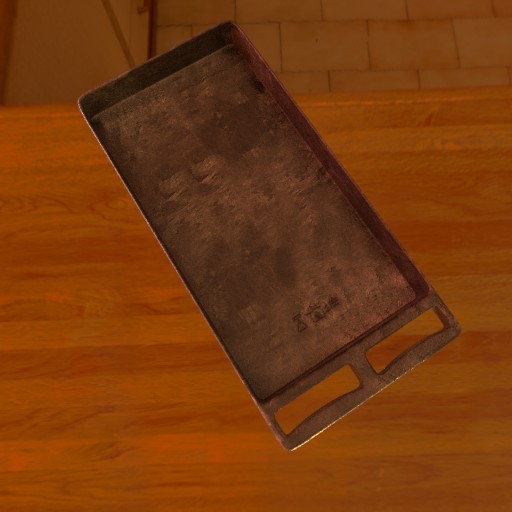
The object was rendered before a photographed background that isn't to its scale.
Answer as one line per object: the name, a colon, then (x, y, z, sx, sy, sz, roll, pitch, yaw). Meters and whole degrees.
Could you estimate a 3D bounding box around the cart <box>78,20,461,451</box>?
cart: (0.000, 0.000, 1.327, 0.420, 0.824, 0.877, -31, 78, -8)
